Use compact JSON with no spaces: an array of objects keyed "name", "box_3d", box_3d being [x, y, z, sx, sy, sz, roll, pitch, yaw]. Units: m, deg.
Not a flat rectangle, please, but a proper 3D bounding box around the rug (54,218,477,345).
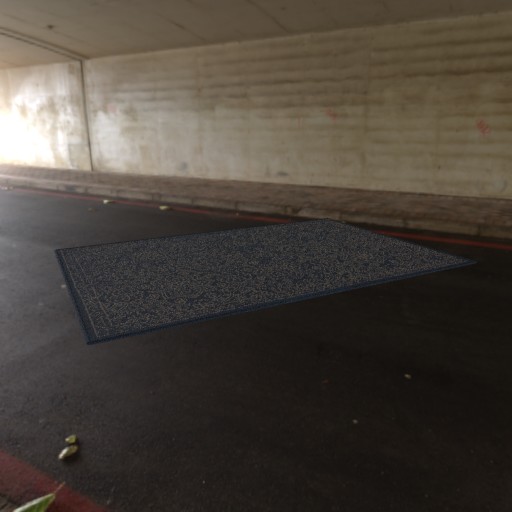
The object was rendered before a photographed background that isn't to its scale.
[{"name":"rug","box_3d":[0.000,0.000,2.291,1.829,0.010,1.219,-9,18,-27]}]
